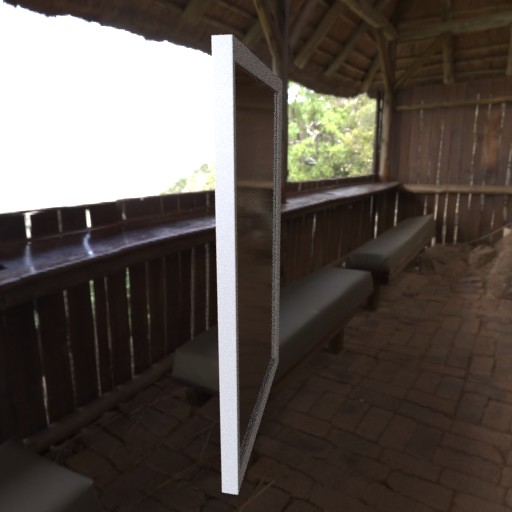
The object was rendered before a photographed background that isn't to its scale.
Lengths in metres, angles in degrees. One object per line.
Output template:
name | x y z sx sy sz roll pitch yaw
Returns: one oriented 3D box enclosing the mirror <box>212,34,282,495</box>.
mirror | 0.000 0.000 1.140 0.041 0.914 0.609 3 15 11
